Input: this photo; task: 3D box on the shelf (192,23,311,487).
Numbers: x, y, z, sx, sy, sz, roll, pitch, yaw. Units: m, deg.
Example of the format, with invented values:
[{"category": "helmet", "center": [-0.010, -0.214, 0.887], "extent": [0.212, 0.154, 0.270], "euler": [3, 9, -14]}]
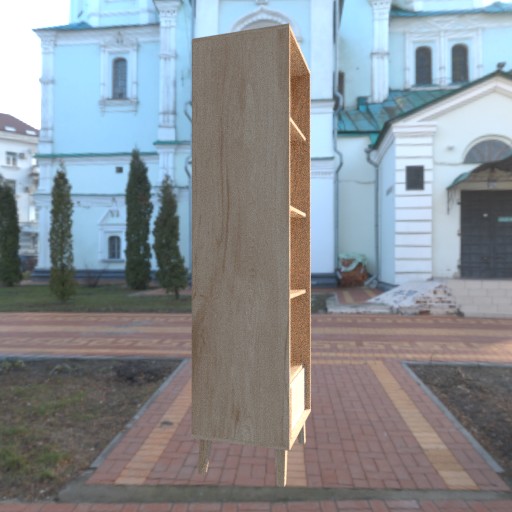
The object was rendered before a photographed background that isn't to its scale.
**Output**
[{"category": "shelf", "center": [0.000, 0.000, 2.173], "extent": [0.450, 1.960, 0.510], "euler": [0, 0, 17]}]
